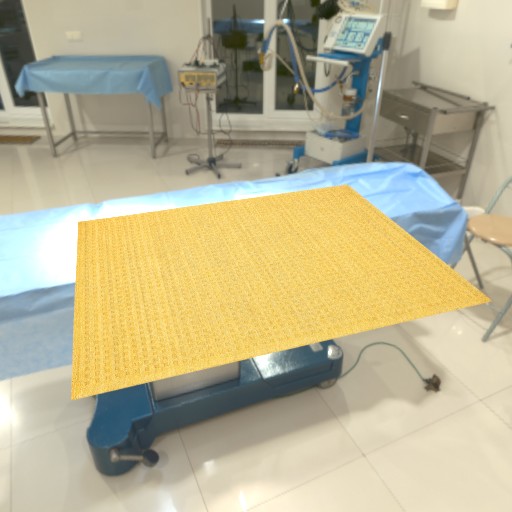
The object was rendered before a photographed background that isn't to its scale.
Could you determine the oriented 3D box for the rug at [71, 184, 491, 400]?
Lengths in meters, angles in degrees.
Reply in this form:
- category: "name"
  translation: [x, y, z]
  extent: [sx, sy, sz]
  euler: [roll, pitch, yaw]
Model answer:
- category: "rug"
  translation: [0.000, 0.000, 4.202]
  extent: [3.242, 0.015, 2.486]
  euler: [-10, 34, -15]
